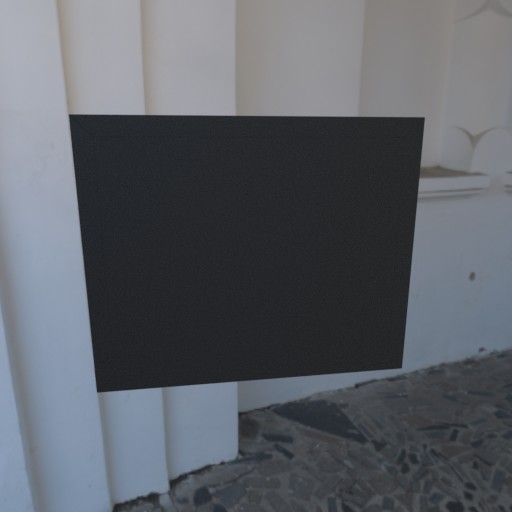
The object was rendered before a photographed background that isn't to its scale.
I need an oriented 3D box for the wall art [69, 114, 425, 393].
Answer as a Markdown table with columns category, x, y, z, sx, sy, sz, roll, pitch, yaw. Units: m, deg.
| category | x | y | z | sx | sy | sz | roll | pitch | yaw |
| --- | --- | --- | --- | --- | --- | --- | --- | --- | --- |
| wall art | 0.000 | 0.000 | 0.759 | 0.558 | 0.457 | 0.029 | -2 | 15 | -8 |
